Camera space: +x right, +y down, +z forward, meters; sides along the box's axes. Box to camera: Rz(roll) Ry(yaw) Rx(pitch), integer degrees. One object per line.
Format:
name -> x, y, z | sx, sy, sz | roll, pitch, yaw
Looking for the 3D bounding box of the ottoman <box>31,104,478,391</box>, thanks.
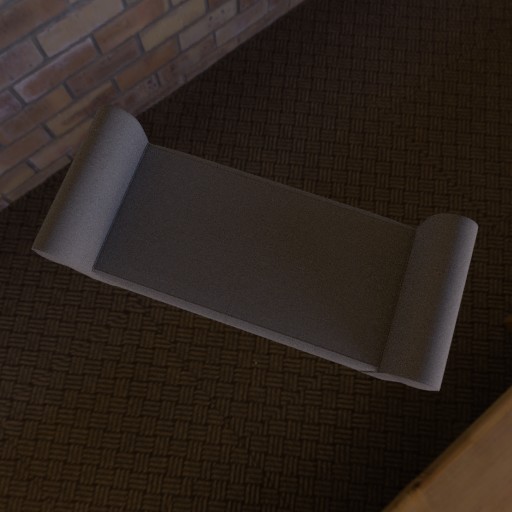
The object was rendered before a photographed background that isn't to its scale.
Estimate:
ottoman -> 0.000, 0.000, 1.551 | 1.256, 0.547, 0.521 | 19, 77, 4
